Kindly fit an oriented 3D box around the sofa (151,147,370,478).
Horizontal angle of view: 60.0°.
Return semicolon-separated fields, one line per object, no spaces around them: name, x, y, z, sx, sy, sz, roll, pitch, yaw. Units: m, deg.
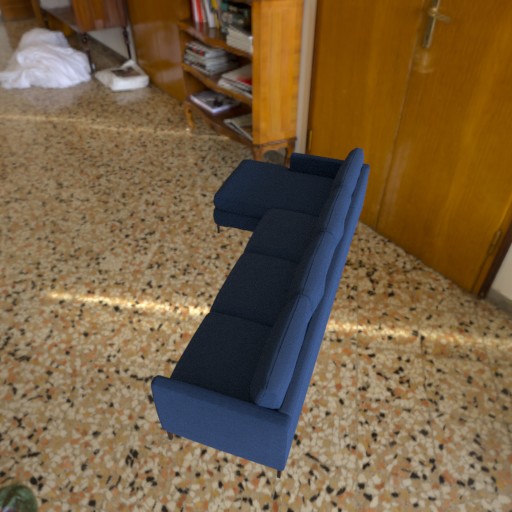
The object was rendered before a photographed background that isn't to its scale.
sofa;0.000;0.000;2.961;1.128;0.679;2.450;13;42;15
